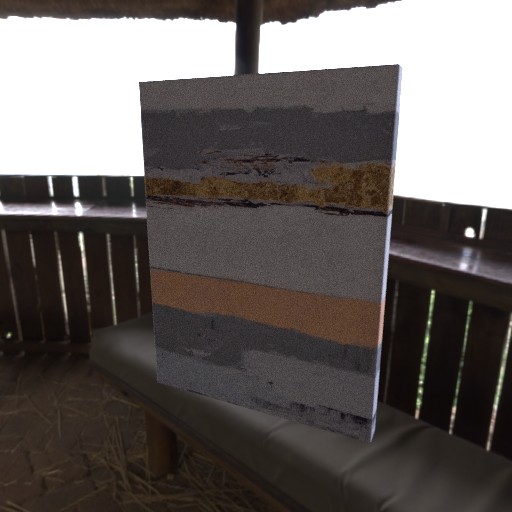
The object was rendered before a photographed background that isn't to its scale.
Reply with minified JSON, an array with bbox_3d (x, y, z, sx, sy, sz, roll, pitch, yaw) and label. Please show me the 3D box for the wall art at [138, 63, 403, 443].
[{"bbox_3d":[0.000,0.000,0.798,0.456,0.609,0.038,7,16,25],"label":"wall art"}]
